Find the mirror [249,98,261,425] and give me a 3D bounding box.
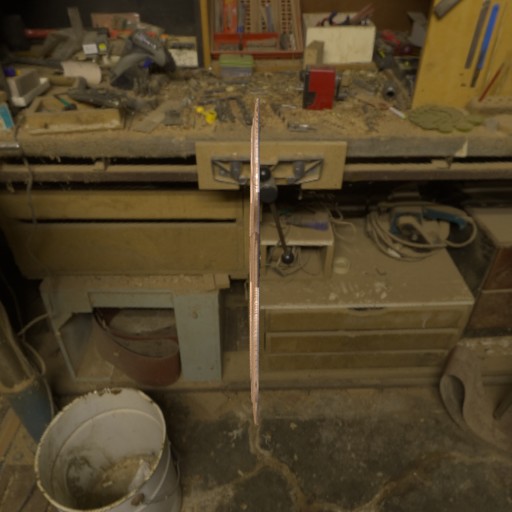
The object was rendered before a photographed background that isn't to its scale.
[{"bbox_3d":[0.000,0.000,1.047,0.019,0.686,0.686,0,40,0],"label":"mirror"}]
